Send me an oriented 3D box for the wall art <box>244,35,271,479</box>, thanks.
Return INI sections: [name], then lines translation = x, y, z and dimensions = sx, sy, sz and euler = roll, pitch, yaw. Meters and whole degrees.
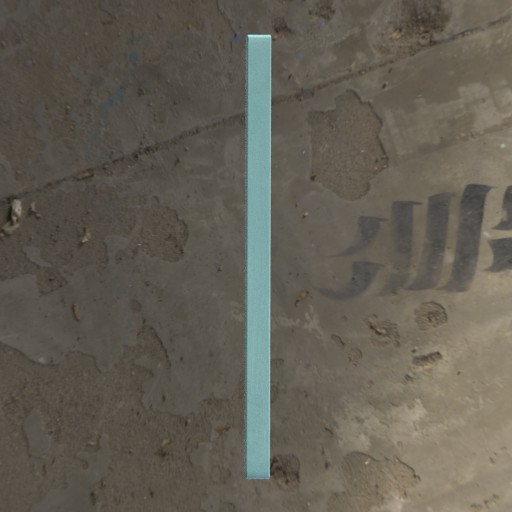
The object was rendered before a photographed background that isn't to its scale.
[wall art]
translation = 0.000, 0.000, 1.601
dimensions = 0.070, 1.073, 1.071
euler = 0, 91, 0
